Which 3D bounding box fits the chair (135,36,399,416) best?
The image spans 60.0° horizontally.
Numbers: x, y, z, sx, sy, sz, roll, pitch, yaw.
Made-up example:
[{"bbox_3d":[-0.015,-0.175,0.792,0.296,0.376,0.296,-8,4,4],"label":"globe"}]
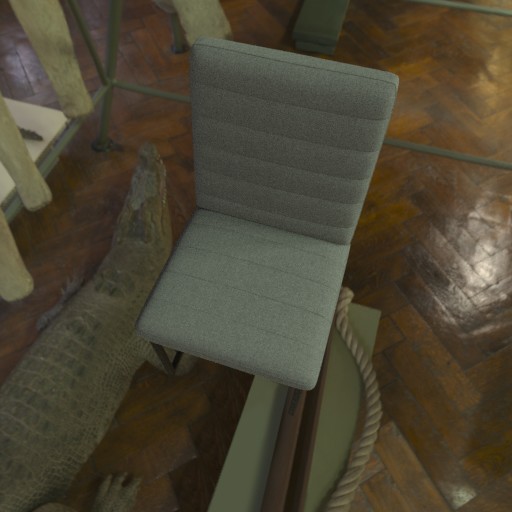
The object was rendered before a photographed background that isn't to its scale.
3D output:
[{"bbox_3d":[0.000,0.000,1.297,0.520,0.930,0.634,15,60,9],"label":"chair"}]
